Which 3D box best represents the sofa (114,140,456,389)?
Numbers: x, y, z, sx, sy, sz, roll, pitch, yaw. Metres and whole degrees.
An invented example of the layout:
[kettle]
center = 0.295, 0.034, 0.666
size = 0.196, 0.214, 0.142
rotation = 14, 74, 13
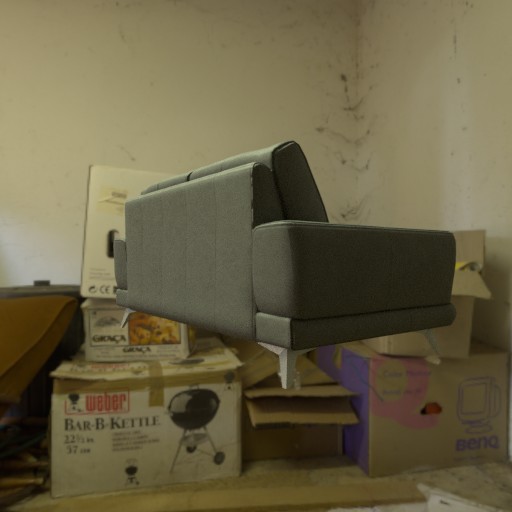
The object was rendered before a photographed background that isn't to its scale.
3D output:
[sofa]
center = 0.000, 0.000, 2.434
size = 1.018, 0.907, 1.806
rotation = 0, 0, -36
